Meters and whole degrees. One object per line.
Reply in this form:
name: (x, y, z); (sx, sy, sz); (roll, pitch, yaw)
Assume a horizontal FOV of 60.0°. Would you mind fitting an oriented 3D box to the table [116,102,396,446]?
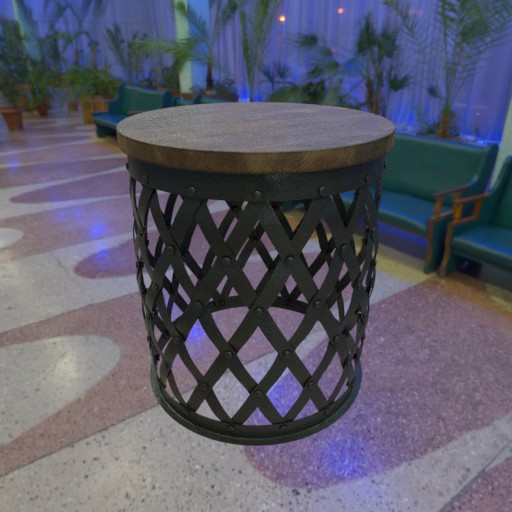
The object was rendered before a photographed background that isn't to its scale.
table: (0.000, 0.000, 0.765); (0.405, 0.454, 0.405); (0, 26, 0)
